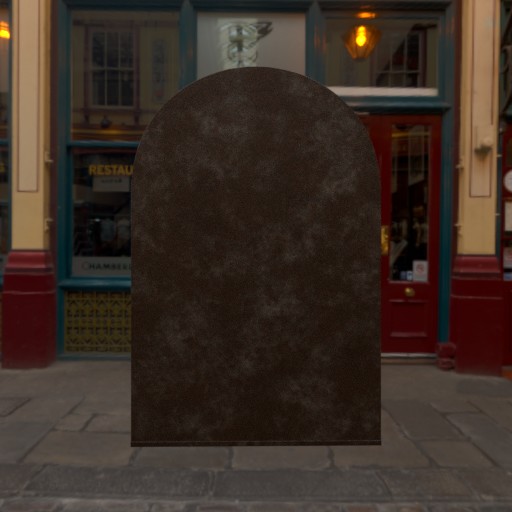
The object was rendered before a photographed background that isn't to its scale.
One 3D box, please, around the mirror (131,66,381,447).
[{"bbox_3d":[0.000,0.000,0.966,0.510,0.770,0.137,0,0,-1],"label":"mirror"}]
